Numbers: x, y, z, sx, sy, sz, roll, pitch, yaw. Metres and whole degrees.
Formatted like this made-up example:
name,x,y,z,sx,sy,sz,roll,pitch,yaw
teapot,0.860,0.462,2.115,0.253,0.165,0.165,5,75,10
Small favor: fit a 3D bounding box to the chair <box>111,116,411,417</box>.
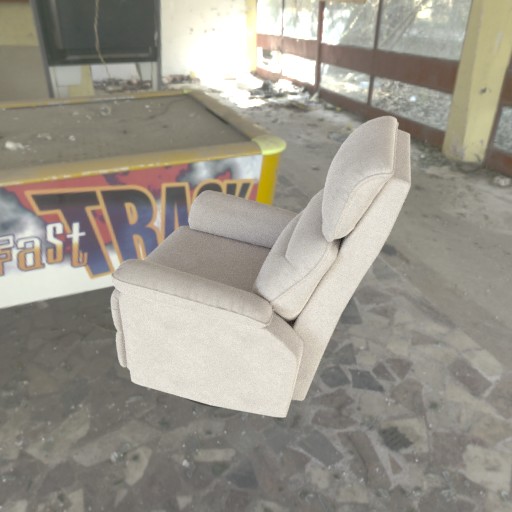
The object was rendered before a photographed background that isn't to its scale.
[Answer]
name,x,y,z,sx,sy,sz,roll,pitch,yaw
chair,0.000,0.000,1.714,1.001,1.039,0.820,8,30,15
